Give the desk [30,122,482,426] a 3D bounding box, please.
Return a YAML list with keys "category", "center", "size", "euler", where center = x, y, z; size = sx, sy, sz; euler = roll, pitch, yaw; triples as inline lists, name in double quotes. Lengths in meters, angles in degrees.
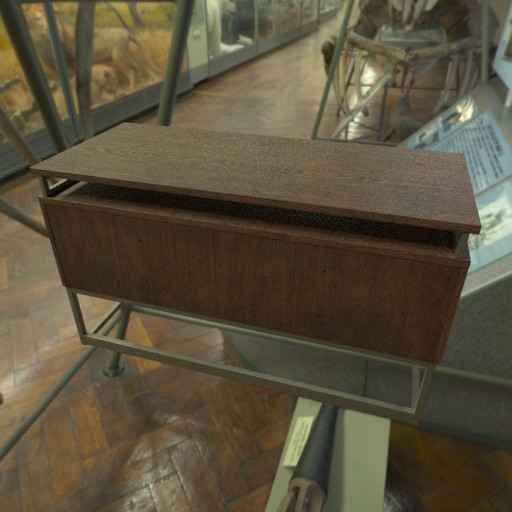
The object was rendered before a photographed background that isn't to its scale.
- category: "desk"
  center: [0.000, 0.000, 1.748]
  size: [1.384, 0.792, 0.610]
  euler: [9, 33, 15]
